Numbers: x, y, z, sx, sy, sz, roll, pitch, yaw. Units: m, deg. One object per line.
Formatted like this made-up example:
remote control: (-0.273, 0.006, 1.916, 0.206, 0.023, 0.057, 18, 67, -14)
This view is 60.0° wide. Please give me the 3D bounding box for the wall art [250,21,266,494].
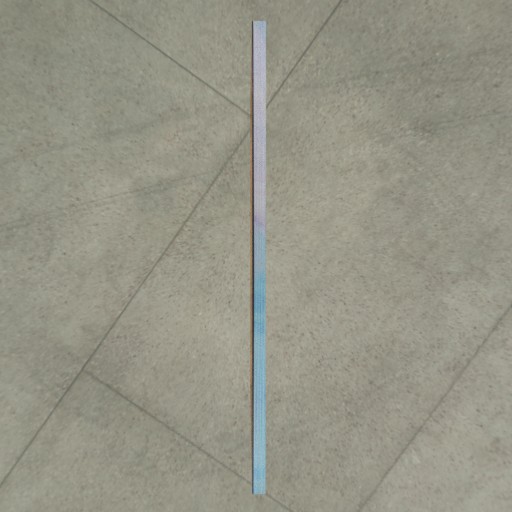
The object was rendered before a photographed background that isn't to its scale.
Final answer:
wall art: (0.000, 0.000, 0.765, 0.018, 0.402, 0.604, 0, 93, -1)
